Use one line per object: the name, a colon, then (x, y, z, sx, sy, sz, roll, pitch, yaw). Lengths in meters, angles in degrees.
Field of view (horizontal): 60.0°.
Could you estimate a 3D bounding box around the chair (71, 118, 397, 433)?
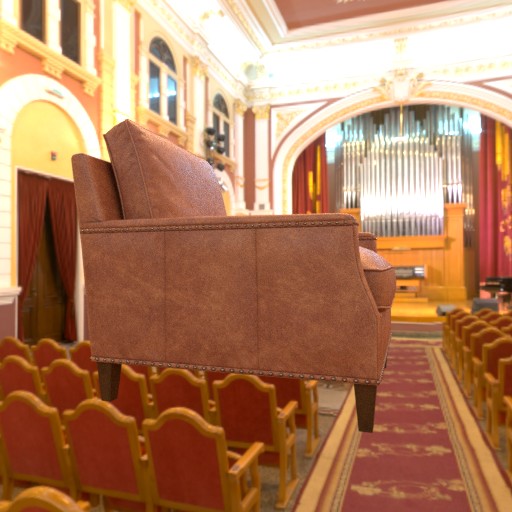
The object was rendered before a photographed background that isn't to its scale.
chair: (0.000, 0.000, 1.690, 1.014, 0.943, 0.853, 0, -1, 19)
